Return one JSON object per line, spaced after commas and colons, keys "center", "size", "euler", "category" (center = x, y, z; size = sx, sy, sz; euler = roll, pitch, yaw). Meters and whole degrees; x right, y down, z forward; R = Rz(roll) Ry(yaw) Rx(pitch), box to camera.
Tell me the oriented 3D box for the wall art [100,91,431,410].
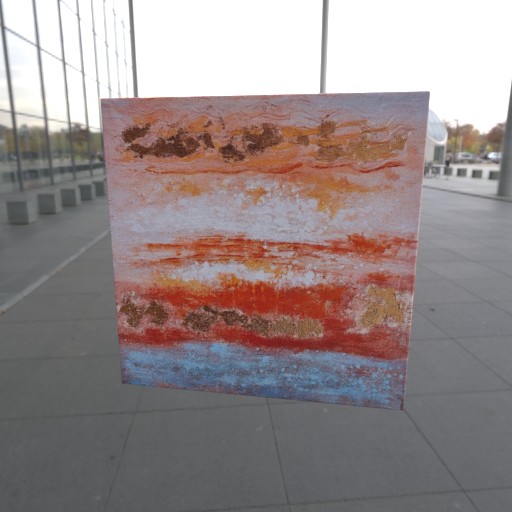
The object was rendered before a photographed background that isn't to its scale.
{"center": [0.000, 0.000, 1.089], "size": [0.747, 0.747, 0.035], "euler": [2, 13, 10], "category": "wall art"}
